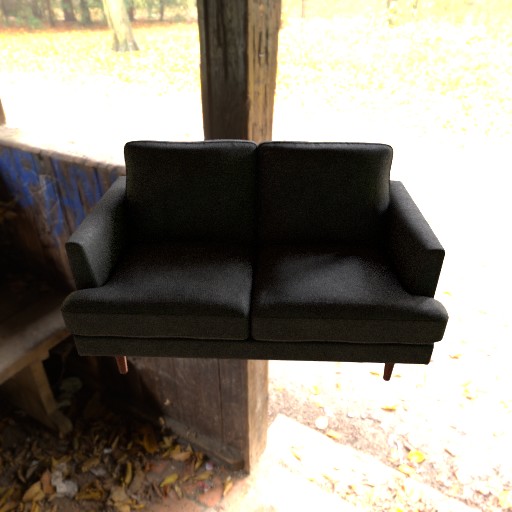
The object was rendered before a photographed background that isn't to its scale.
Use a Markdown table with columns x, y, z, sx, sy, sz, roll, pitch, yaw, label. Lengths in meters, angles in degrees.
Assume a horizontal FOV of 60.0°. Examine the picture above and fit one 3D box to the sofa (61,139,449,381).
| x | y | z | sx | sy | sz | roll | pitch | yaw | label |
| --- | --- | --- | --- | --- | --- | --- | --- | --- | --- |
| 0.000 | 0.000 | 2.139 | 1.582 | 0.956 | 0.903 | 1 | 31 | 2 | sofa |
